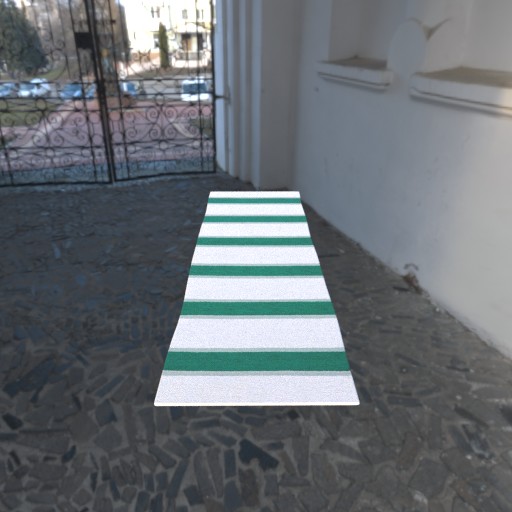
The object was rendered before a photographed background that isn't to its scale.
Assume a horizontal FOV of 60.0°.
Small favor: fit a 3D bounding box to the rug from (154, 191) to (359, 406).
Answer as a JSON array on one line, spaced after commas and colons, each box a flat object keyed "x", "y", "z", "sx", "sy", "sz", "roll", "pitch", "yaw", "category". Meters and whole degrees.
[{"x": 0.000, "y": 0.000, "z": 2.727, "sx": 0.768, "sy": 0.012, "sz": 2.438, "roll": 0, "pitch": 27, "yaw": 0, "category": "rug"}]
